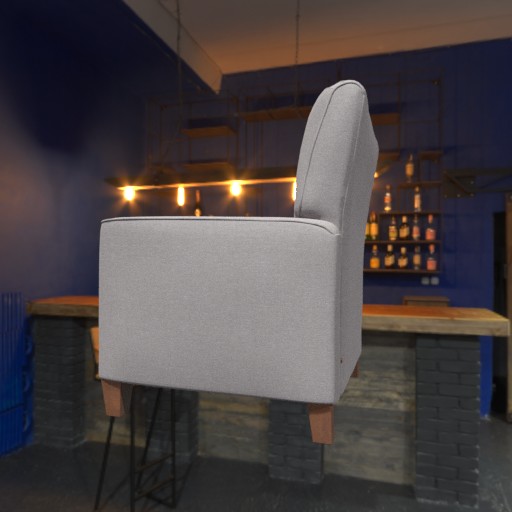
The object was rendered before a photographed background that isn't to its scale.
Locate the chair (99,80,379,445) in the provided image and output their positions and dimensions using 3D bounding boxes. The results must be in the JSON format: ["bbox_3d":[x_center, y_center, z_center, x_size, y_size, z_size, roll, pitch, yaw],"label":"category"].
[{"bbox_3d":[0.000,0.000,1.657,0.859,1.023,0.845,0,0,18],"label":"chair"}]
